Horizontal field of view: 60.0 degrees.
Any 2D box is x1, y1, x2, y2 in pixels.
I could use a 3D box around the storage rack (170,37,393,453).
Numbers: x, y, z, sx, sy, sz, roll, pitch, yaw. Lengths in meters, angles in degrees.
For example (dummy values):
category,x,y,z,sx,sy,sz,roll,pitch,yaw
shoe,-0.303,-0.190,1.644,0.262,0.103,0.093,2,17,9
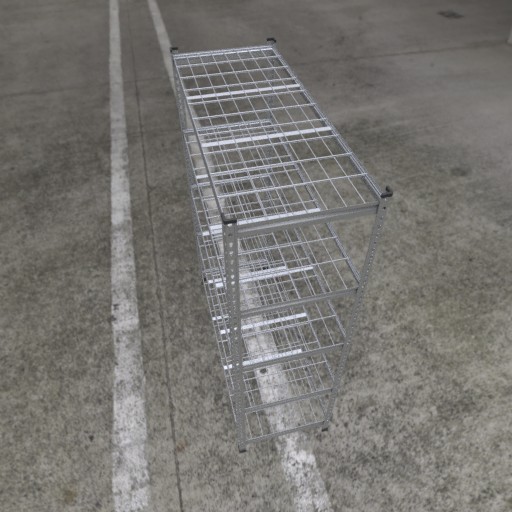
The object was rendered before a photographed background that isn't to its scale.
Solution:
category,x,y,z,sx,sy,sz,roll,pitch,yaw
storage rack,0.000,0.000,2.718,0.610,1.981,1.524,-10,47,-10
